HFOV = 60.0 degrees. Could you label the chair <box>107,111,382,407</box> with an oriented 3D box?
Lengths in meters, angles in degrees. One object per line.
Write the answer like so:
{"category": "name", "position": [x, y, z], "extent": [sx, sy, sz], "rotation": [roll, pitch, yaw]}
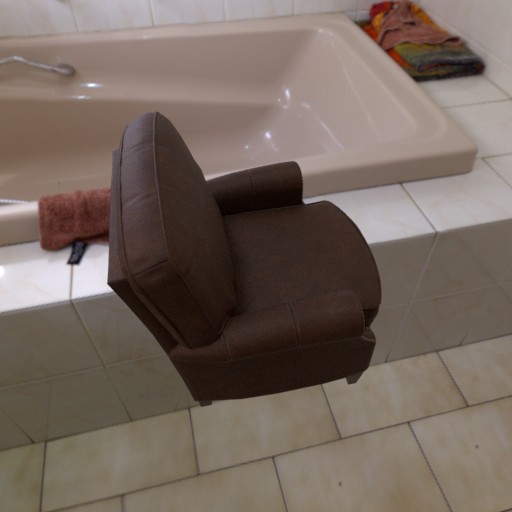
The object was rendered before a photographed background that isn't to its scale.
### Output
{"category": "chair", "position": [0.000, 0.000, 1.780], "extent": [0.986, 1.018, 0.936], "rotation": [-8, 47, -8]}
